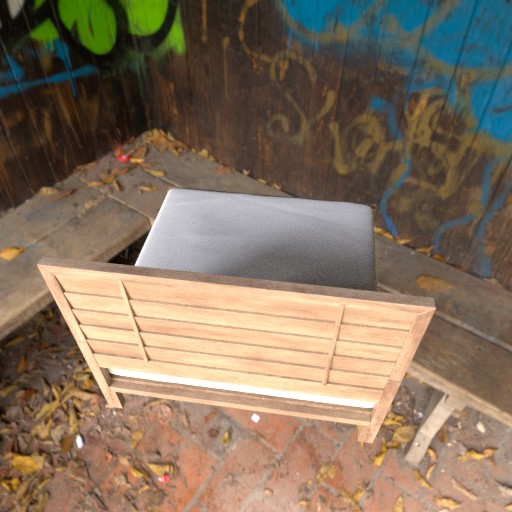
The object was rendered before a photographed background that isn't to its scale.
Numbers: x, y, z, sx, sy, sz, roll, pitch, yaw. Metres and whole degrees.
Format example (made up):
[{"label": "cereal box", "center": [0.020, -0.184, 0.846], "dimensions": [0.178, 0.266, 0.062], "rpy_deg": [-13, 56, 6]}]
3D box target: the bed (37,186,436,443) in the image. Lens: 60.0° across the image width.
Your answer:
[{"label": "bed", "center": [0.000, 0.000, 3.500], "dimensions": [2.032, 1.626, 2.032], "rpy_deg": [6, 46, 6]}]
